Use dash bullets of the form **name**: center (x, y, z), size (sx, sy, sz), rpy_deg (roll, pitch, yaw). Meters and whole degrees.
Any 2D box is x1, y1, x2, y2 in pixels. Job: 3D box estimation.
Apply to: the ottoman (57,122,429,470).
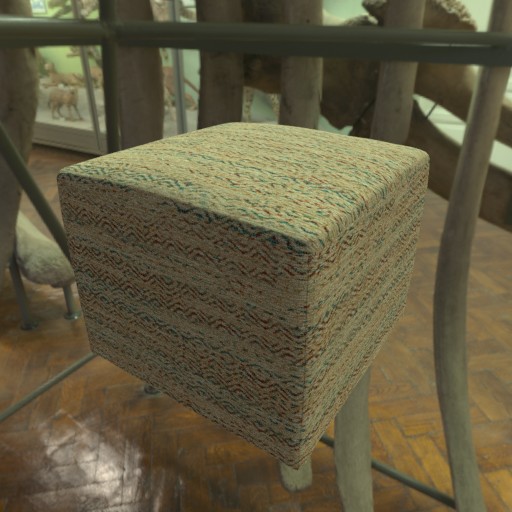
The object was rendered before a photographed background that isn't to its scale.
- **ottoman**: center (0.000, 0.000, 0.901), size (0.512, 0.453, 0.521), rpy_deg (18, 33, 30)
